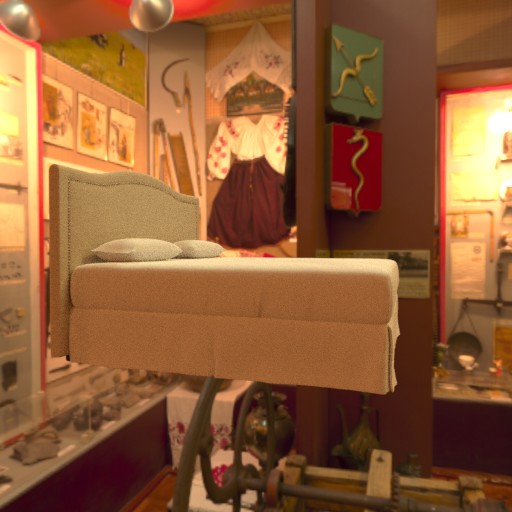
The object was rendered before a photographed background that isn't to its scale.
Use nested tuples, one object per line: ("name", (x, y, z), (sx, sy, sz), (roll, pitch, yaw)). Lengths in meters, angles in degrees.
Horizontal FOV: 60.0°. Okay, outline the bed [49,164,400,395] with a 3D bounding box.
("bed", (0.000, 0.000, 3.545), (2.182, 1.421, 2.083), (0, 1, 19))
